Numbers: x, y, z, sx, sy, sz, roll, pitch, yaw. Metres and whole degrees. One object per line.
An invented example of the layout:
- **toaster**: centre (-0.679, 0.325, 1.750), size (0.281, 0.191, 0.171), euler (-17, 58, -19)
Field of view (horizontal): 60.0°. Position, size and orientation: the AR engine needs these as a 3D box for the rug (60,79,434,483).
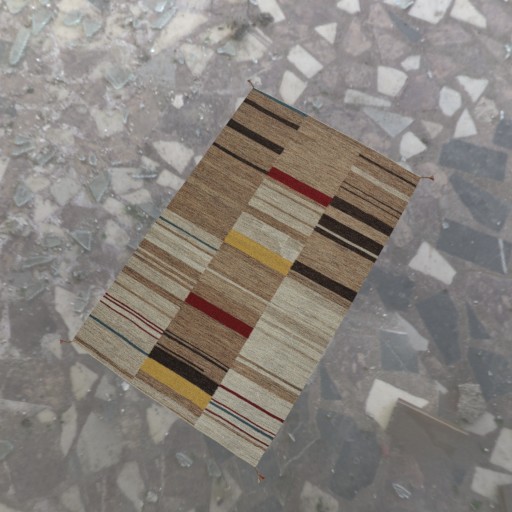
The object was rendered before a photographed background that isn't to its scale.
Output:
- **rug**: centre (0.000, 0.000, 2.433), size (1.268, 0.007, 1.918), euler (31, 77, 8)
